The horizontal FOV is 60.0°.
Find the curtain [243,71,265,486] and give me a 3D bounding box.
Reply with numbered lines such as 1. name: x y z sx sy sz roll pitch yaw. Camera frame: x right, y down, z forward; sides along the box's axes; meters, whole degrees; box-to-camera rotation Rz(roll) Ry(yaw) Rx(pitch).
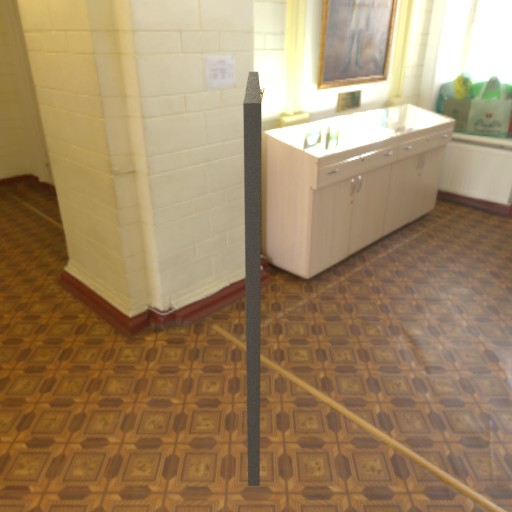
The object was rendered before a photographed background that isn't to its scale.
1. curtain: 0.000 0.000 0.799 0.027 0.585 0.483 0 26 0
